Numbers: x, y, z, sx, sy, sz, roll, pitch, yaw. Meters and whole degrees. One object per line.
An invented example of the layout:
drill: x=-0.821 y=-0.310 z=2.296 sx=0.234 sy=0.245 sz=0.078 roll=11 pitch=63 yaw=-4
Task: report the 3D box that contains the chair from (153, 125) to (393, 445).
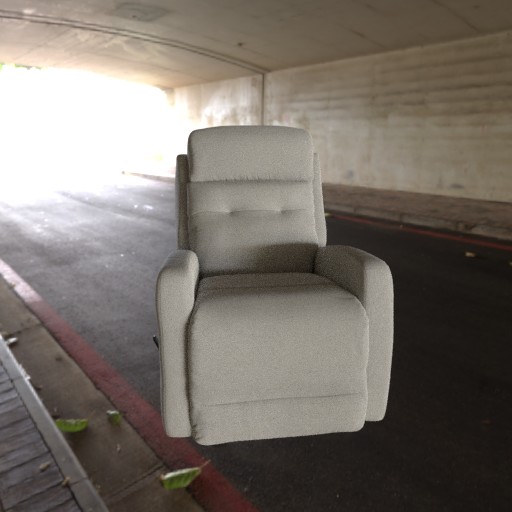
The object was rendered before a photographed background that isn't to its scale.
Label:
chair: x=0.000 y=0.000 z=1.768 sx=0.798 sy=1.013 sz=1.043 roll=-2 pitch=16 yaw=-7
